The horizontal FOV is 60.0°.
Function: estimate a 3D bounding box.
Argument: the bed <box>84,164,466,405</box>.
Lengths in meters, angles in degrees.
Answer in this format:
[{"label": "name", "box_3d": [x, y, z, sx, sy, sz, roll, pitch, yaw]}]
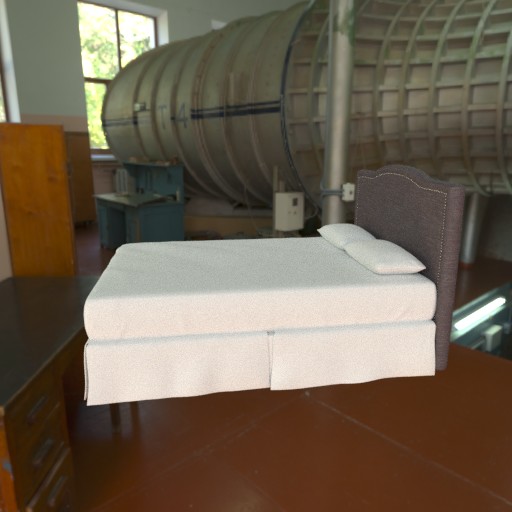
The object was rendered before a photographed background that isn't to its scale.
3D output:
[{"label": "bed", "box_3d": [0.000, 0.000, 3.619, 2.507, 1.441, 1.741, -2, 14, -8]}]
